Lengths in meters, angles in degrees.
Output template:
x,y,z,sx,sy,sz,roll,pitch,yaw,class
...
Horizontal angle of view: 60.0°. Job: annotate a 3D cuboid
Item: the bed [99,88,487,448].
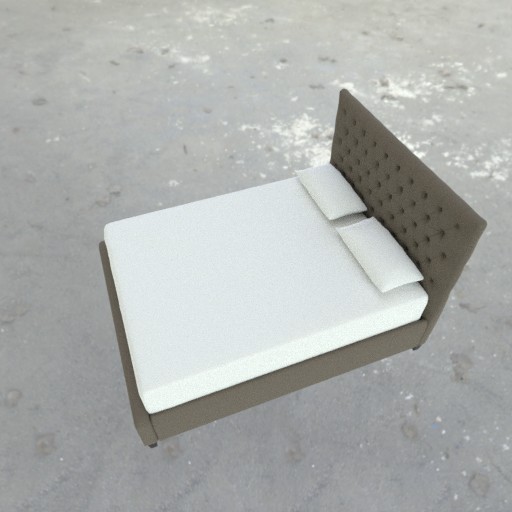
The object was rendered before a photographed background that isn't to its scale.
x,y,z,sx,sy,sz,roll,pitch,yaw,class
0.000,0.000,3.294,2.233,1.426,1.696,-16,50,-14,bed
